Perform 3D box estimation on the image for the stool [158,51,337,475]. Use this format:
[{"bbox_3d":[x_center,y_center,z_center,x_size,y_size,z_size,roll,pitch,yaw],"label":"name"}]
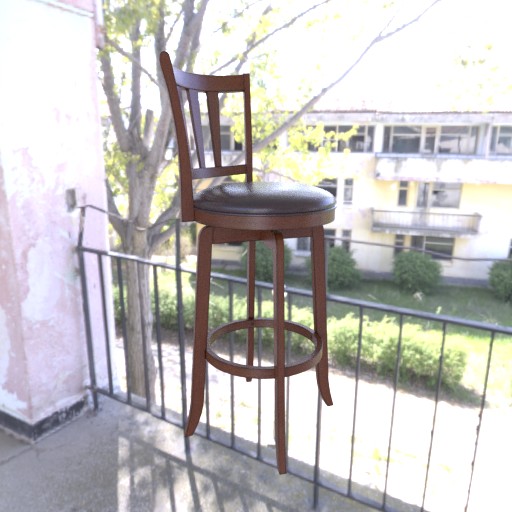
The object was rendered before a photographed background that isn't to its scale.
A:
[{"bbox_3d":[0.000,0.000,1.430,0.503,1.177,0.464,8,16,28],"label":"stool"}]
